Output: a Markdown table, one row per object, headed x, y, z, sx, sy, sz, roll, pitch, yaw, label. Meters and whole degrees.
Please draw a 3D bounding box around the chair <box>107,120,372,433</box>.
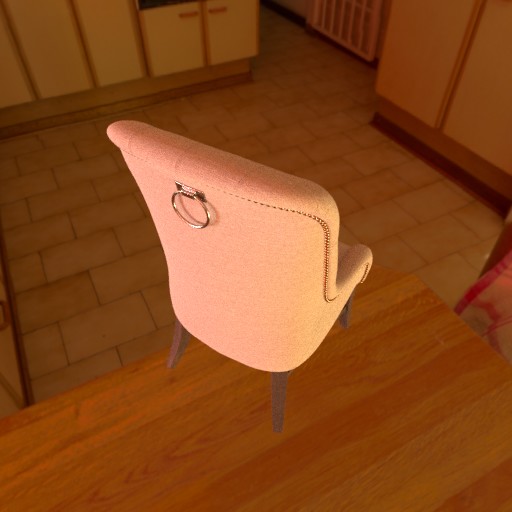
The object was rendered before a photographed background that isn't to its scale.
| x | y | z | sx | sy | sz | roll | pitch | yaw | label |
| --- | --- | --- | --- | --- | --- | --- | --- | --- | --- |
| 0.000 | 0.000 | 1.465 | 0.634 | 1.091 | 0.629 | 24 | 50 | 22 | chair |
